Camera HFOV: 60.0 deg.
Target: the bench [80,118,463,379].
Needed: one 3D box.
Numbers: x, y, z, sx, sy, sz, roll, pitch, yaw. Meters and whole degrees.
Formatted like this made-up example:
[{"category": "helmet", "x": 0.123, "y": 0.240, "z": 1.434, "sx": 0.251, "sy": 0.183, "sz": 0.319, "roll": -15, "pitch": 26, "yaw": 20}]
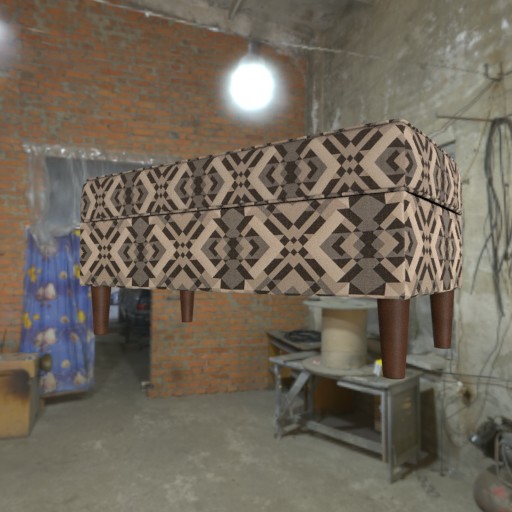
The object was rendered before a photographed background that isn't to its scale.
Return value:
[{"category": "bench", "x": 0.000, "y": 0.000, "z": 1.262, "sx": 1.016, "sy": 0.477, "sz": 0.492, "roll": -1, "pitch": -2, "yaw": 36}]
